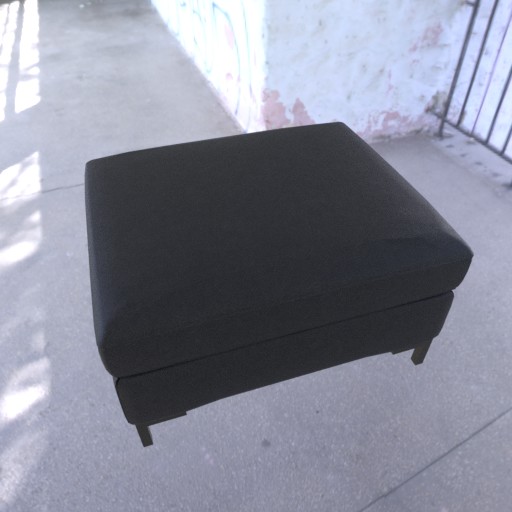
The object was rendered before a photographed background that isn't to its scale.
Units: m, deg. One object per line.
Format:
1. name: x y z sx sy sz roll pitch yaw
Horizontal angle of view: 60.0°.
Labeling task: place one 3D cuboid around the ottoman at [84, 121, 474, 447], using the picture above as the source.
1. ottoman: 0.000 0.000 1.782 1.187 0.696 0.967 -12 44 -13
